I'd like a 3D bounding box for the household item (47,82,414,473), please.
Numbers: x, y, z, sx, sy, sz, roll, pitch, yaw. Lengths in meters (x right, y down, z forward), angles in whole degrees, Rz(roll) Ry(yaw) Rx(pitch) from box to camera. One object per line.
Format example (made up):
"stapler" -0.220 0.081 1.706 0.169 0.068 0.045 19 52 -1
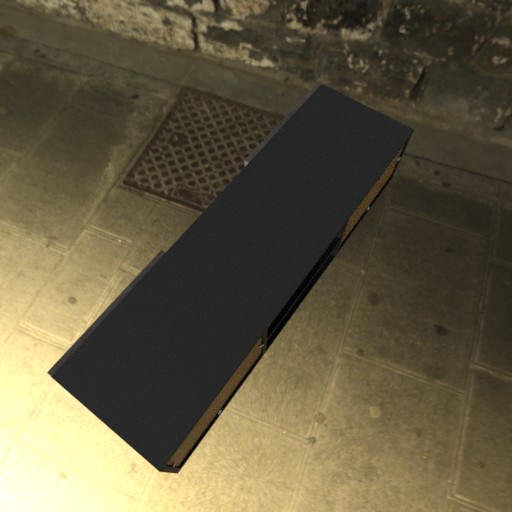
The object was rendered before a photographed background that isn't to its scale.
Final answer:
"household item" 0.000 0.000 1.567 0.420 0.310 1.400 33 68 15
